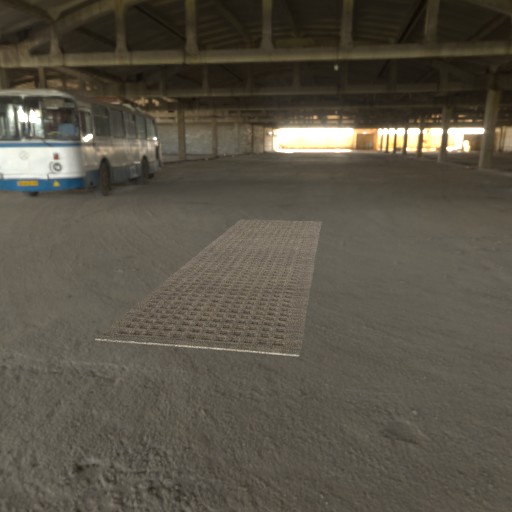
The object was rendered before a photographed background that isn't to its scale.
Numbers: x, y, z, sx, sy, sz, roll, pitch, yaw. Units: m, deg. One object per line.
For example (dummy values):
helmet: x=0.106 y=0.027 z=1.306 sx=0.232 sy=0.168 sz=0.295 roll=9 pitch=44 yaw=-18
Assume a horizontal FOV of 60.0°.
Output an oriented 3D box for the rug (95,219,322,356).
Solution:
rug: x=0.000 y=0.000 z=2.635 sx=0.706 sy=0.009 sz=2.443 roll=3 pitch=15 yaw=10
